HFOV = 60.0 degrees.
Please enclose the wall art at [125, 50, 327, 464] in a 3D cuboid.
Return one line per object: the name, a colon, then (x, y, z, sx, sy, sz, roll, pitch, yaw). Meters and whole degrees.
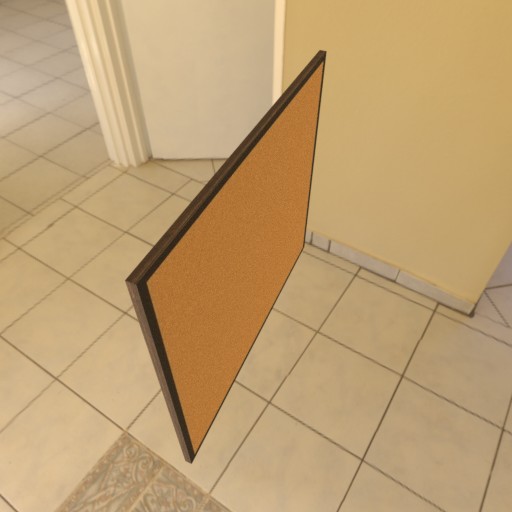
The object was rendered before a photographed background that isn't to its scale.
wall art: (0.000, 0.000, 1.384, 0.023, 0.875, 1.033, 18, 49, 16)
